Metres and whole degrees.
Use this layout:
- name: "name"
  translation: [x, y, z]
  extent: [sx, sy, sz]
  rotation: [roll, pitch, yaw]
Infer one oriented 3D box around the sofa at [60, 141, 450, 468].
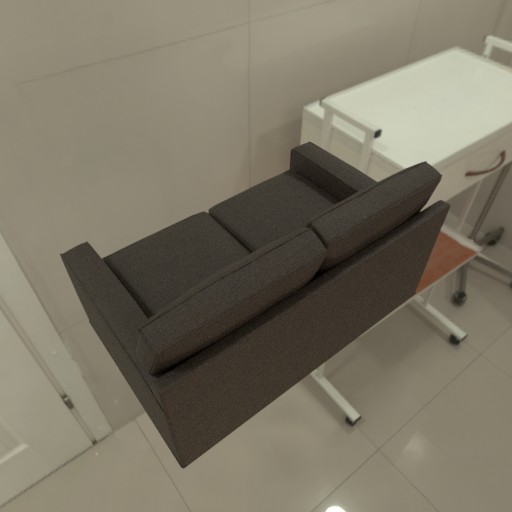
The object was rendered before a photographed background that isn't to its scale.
- name: "sofa"
  translation: [0.000, 0.000, 2.154]
  extent: [1.534, 0.887, 0.974]
  rotation: [-29, 53, -25]
